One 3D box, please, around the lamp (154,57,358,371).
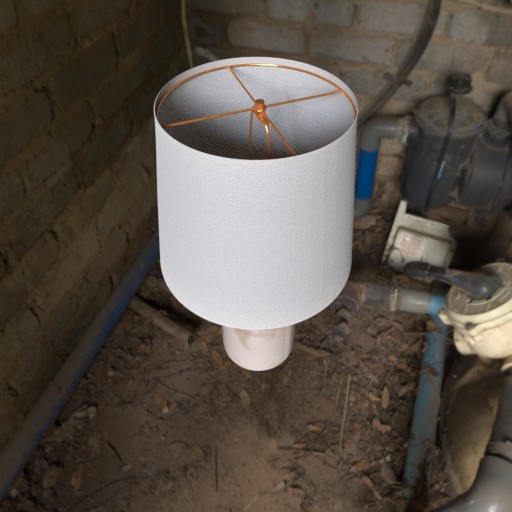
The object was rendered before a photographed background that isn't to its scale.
[{"bbox_3d":[0.000,0.000,0.452,0.189,0.340,0.189,0,48,0],"label":"lamp"}]
